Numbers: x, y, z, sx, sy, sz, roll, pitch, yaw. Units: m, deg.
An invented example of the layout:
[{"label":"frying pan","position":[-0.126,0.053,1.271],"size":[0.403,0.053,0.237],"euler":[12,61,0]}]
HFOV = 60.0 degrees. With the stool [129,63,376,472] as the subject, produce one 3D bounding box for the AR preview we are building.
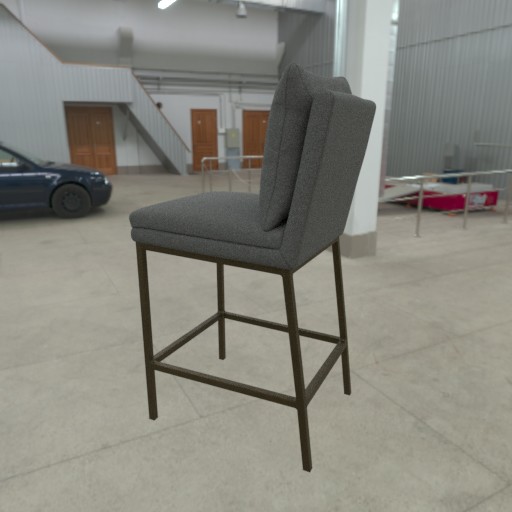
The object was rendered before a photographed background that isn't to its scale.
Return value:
[{"label":"stool","position":[0.000,0.000,1.338],"size":[0.569,1.030,0.463],"euler":[8,18,26]}]
